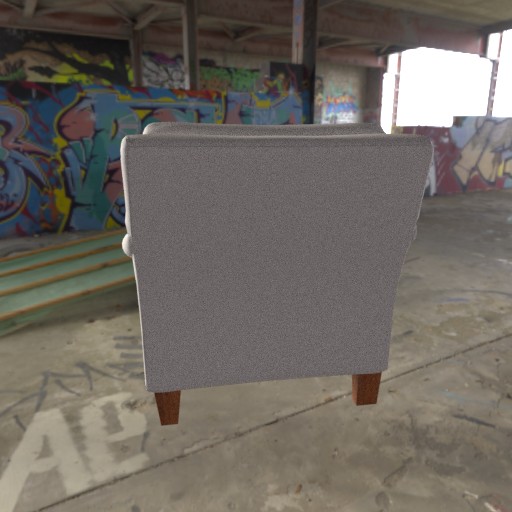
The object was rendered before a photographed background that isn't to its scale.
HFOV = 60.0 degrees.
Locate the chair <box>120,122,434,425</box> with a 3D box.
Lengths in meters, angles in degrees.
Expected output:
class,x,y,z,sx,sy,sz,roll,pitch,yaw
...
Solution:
class,x,y,z,sx,sy,sz,roll,pitch,yaw
chair,0.000,0.000,1.818,0.955,1.038,1.070,-3,16,-9
